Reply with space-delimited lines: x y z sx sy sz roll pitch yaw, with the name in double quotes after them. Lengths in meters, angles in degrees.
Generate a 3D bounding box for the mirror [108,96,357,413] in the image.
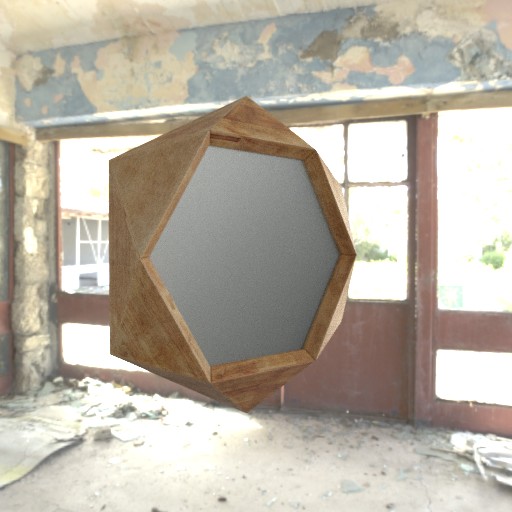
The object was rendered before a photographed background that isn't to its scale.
0.000 0.000 1.056 0.675 0.779 0.091 -1 1 -36 "mirror"
